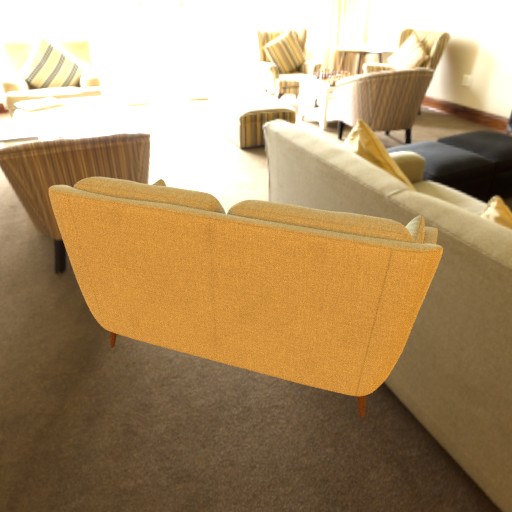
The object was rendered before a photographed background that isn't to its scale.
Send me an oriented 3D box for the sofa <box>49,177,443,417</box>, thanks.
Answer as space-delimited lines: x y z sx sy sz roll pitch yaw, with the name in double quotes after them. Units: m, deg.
0.000 0.000 2.189 1.652 0.888 0.965 11 33 17 "sofa"
